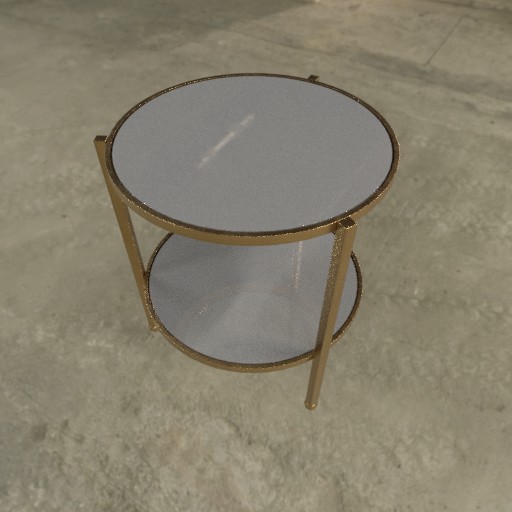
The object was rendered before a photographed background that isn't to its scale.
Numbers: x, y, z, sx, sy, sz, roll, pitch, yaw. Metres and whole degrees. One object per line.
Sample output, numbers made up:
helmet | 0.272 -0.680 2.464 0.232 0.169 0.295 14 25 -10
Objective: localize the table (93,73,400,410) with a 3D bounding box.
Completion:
table | 0.000 0.000 0.451 0.231 0.269 0.243 -24 51 -21
